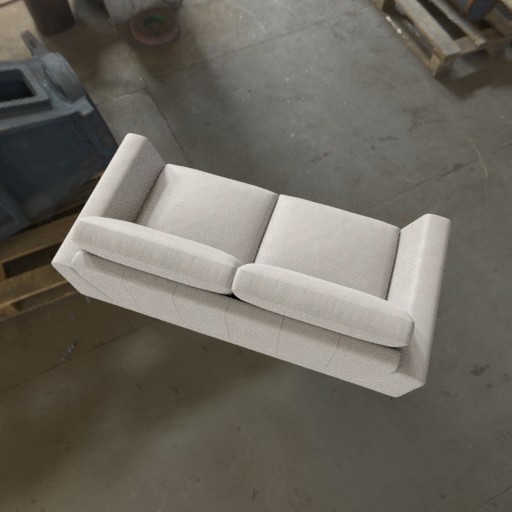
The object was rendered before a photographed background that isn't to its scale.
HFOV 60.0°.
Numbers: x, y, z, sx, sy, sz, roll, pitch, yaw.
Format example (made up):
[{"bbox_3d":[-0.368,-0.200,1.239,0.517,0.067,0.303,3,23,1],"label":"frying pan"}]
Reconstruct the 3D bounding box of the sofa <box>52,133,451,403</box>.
[{"bbox_3d":[0.000,0.000,2.565,2.017,0.875,0.953,17,65,8],"label":"sofa"}]
